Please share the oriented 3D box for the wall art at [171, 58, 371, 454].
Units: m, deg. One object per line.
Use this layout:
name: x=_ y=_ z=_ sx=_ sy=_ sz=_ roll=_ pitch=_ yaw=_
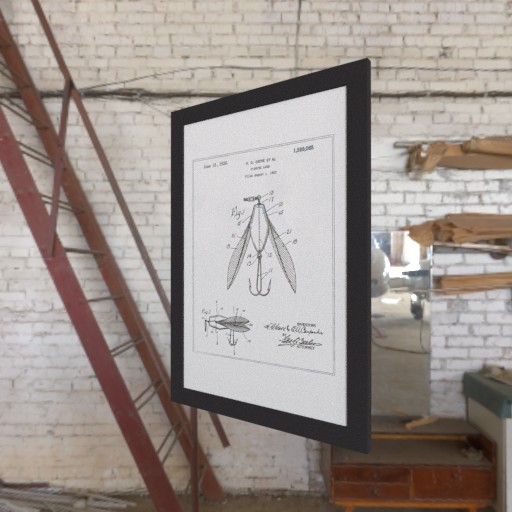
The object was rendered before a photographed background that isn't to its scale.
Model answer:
wall art: x=0.000 y=0.000 z=0.712 sx=0.380 sy=0.534 sz=0.013 roll=0 pitch=0 yaw=36
